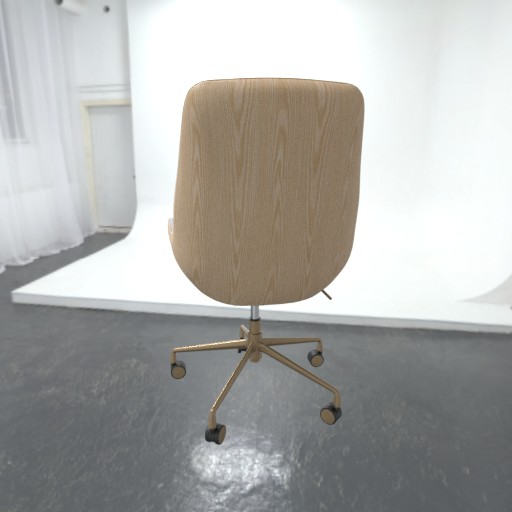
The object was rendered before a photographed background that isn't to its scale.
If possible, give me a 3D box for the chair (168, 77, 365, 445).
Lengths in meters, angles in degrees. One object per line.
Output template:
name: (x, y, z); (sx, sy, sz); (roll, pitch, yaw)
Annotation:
chair: (0.000, 0.000, 1.366); (0.564, 0.952, 0.668); (-3, 15, -10)
